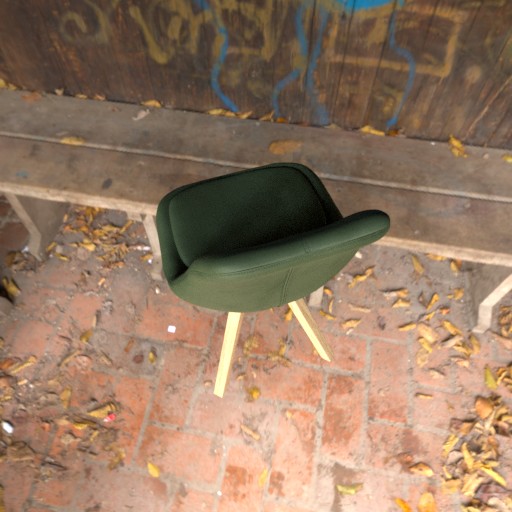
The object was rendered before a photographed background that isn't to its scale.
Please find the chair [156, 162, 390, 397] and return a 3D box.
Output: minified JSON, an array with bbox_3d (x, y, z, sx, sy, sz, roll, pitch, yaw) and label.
[{"bbox_3d":[0.000,0.000,1.189,0.483,0.865,0.547,-16,60,-9],"label":"chair"}]
